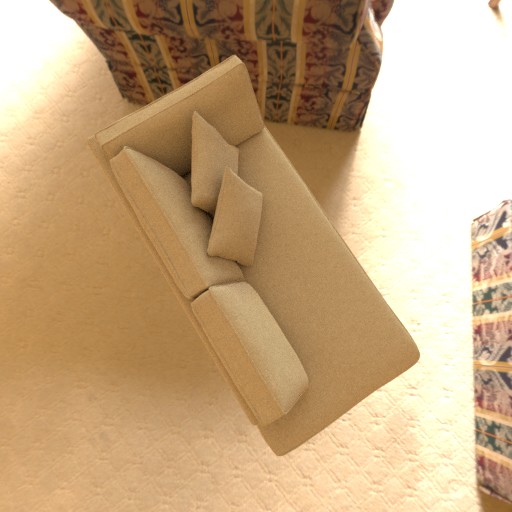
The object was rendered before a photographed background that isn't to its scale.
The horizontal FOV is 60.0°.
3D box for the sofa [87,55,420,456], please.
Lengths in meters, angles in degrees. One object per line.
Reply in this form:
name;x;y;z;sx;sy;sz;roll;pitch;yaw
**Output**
sofa;0.000;0.000;2.867;1.110;1.033;2.237;-31;80;-6
